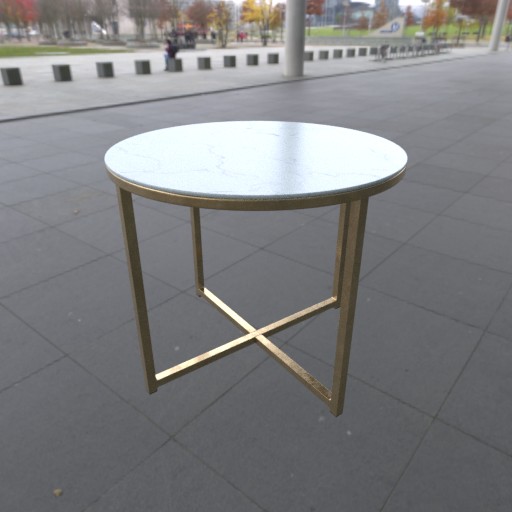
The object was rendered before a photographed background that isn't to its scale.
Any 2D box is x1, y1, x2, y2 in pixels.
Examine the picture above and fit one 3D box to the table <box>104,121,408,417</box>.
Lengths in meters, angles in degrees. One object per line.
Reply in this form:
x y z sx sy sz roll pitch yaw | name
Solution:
0.000 0.000 0.858 0.500 0.420 0.500 0 27 0 | table
